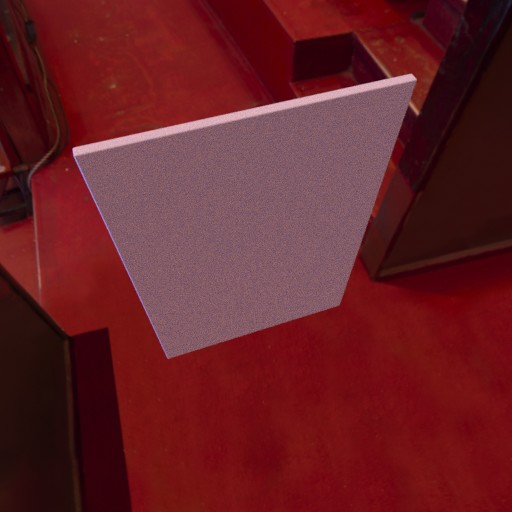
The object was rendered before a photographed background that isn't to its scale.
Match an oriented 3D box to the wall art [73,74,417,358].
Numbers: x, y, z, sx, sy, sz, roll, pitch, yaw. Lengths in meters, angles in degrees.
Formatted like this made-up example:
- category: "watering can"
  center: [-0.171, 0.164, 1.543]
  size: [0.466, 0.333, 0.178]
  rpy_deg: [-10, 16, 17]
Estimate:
- category: "wall art"
  center: [0.000, 0.000, 0.607]
  size: [0.329, 0.482, 0.011]
  rpy_deg: [-16, 58, -10]
